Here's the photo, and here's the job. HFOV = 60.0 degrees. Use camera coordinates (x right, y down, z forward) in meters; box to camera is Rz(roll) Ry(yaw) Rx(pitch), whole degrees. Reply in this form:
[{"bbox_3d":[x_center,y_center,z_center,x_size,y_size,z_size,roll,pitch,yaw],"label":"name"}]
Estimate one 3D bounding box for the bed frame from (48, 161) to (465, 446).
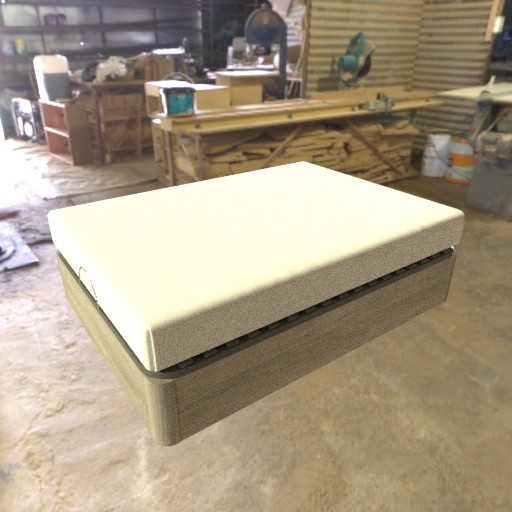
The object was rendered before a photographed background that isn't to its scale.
[{"bbox_3d":[0.000,0.000,2.564,1.900,0.561,1.400,-18,31,-31],"label":"bed frame"}]
